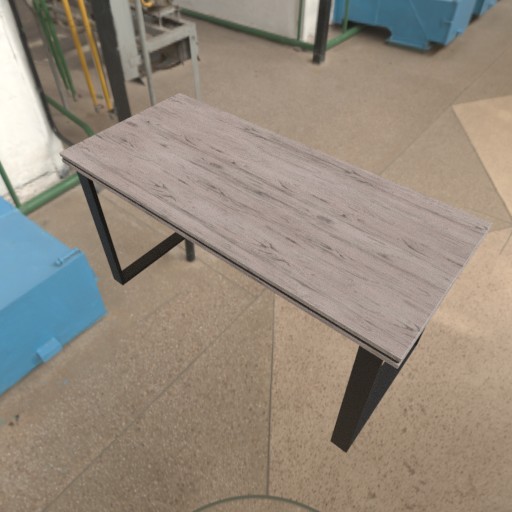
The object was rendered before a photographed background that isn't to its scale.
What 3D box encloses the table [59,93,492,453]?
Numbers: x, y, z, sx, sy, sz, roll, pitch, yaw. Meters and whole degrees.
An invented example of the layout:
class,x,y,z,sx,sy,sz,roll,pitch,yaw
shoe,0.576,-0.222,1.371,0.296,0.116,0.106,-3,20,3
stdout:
class,x,y,z,sx,sy,sz,roll,pitch,yaw
table,0.000,0.000,2.262,1.778,0.899,0.795,30,53,26
